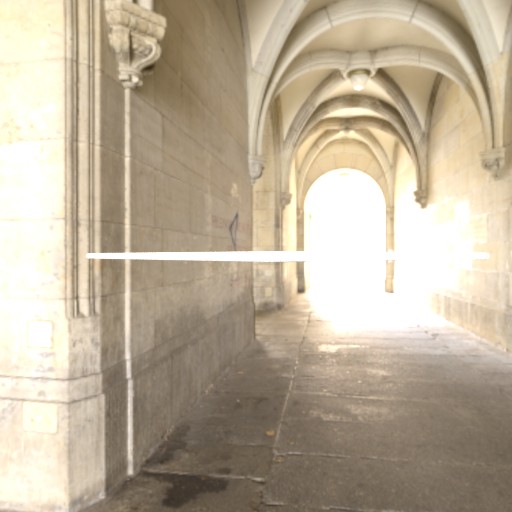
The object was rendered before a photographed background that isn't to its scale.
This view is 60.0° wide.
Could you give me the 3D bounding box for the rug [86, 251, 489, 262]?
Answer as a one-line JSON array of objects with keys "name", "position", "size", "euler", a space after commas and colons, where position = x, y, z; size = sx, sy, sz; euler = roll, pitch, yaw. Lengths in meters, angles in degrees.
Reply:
[{"name": "rug", "position": [0.000, 0.000, 2.280], "size": [1.219, 0.030, 1.778], "euler": [0, 0, -36]}]
